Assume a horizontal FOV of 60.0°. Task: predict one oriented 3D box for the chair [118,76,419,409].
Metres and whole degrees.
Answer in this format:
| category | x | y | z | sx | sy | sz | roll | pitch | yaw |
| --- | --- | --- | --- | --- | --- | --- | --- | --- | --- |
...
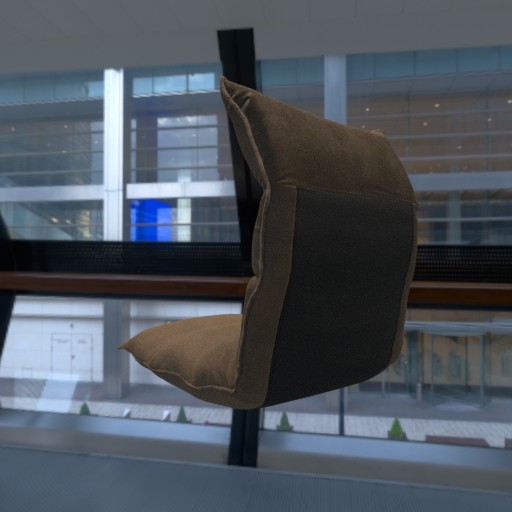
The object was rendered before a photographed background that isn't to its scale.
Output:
| category | x | y | z | sx | sy | sz | roll | pitch | yaw |
| --- | --- | --- | --- | --- | --- | --- | --- | --- | --- |
| chair | 0.000 | 0.000 | 1.586 | 0.714 | 0.892 | 0.985 | 1 | -1 | -36 |
